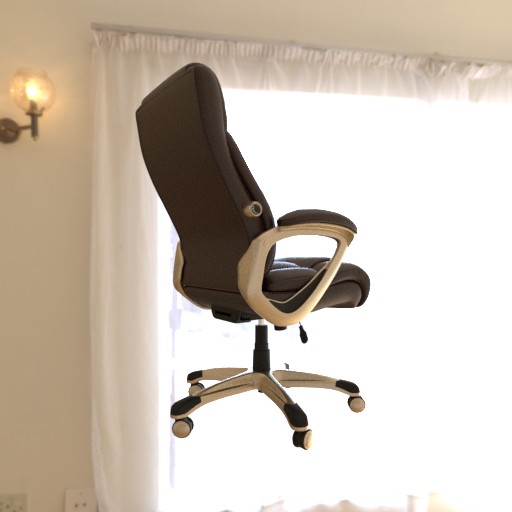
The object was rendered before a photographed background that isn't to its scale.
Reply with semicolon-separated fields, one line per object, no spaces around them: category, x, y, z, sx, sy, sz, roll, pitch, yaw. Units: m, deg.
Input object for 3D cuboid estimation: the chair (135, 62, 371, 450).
chair;0.000;0.000;1.661;0.749;1.194;0.692;0;1;-35
